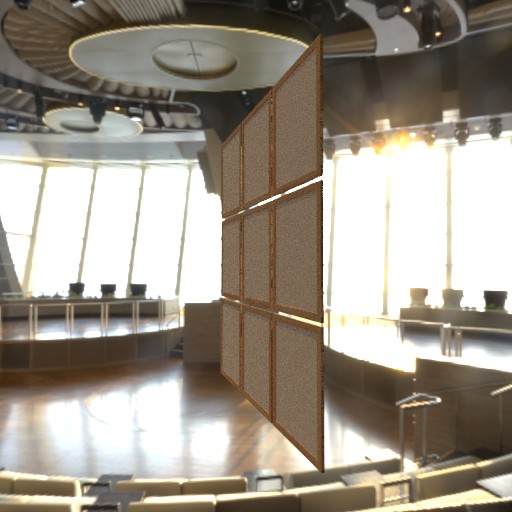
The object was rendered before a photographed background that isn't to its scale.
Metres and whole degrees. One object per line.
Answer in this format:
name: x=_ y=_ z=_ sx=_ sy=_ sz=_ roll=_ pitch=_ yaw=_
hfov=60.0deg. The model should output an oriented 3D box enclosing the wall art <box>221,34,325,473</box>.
wall art: x=0.000 y=0.000 z=2.271 sx=0.013 sy=1.534 sz=1.519 roll=0 pitch=-1 yaw=-18
